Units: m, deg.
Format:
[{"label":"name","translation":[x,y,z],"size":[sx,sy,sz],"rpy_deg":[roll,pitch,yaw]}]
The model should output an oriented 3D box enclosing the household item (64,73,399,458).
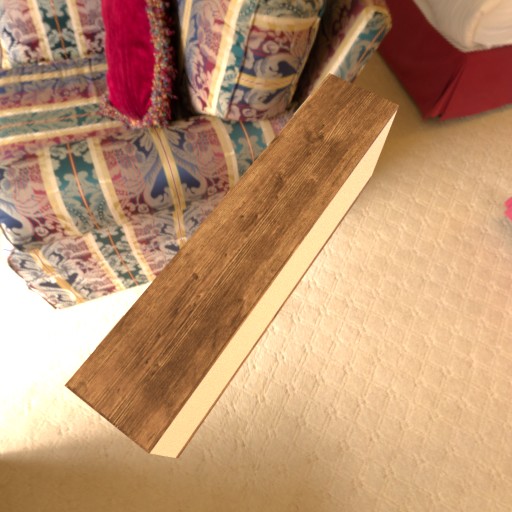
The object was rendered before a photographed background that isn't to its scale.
[{"label":"household item","translation":[0.000,0.000,2.071],"size":[0.390,0.615,1.800],"rpy_deg":[32,68,14]}]
